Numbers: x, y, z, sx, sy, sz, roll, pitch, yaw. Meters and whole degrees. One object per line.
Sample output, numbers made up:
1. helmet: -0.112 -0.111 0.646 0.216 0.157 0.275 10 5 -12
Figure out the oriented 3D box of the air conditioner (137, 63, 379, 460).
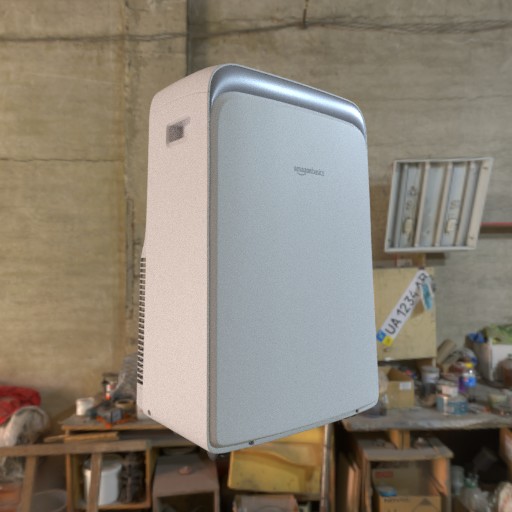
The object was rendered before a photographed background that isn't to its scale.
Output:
1. air conditioner: 0.000 0.000 0.956 0.454 0.700 0.365 1 -1 -37
